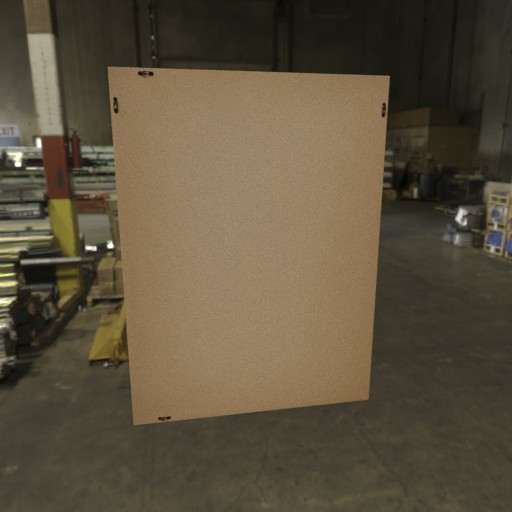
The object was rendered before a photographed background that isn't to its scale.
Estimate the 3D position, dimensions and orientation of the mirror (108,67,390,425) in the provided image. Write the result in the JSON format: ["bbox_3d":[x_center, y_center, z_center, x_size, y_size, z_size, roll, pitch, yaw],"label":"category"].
[{"bbox_3d":[0.000,0.000,1.312,0.762,1.016,0.040,-3,14,-10],"label":"mirror"}]
